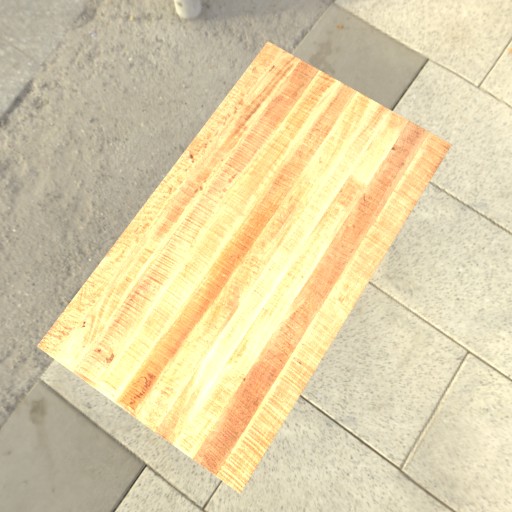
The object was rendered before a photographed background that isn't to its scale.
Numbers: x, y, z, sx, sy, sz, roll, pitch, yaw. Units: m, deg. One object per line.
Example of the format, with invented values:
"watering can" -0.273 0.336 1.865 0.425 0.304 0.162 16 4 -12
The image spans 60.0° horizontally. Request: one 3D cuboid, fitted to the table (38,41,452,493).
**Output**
"table" 0.000 0.000 1.677 0.760 0.455 1.320 33 79 7
